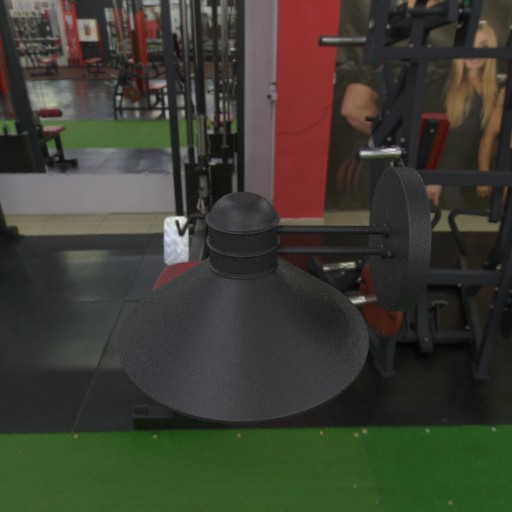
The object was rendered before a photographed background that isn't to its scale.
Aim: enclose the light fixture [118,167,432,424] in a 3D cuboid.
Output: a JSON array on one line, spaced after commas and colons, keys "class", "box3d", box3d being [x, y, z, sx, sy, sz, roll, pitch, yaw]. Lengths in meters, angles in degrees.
[{"class": "light fixture", "box3d": [0.000, 0.000, 0.663, 0.434, 0.265, 0.396, 0, 28, 1]}]
